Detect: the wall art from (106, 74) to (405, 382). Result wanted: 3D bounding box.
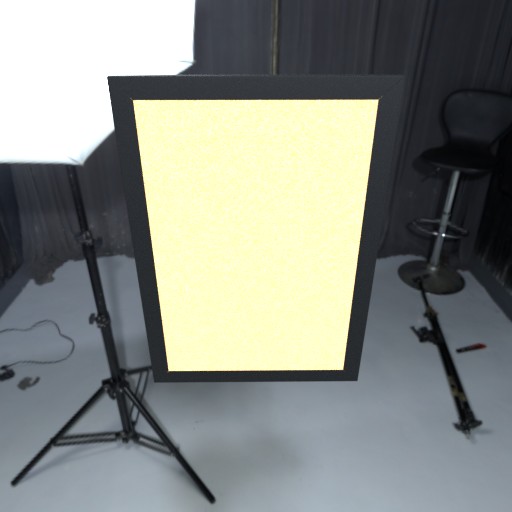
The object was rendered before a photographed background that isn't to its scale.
[{"bbox_3d":[0.000,0.000,0.602,0.326,0.459,0.011,0,30,0],"label":"wall art"}]
